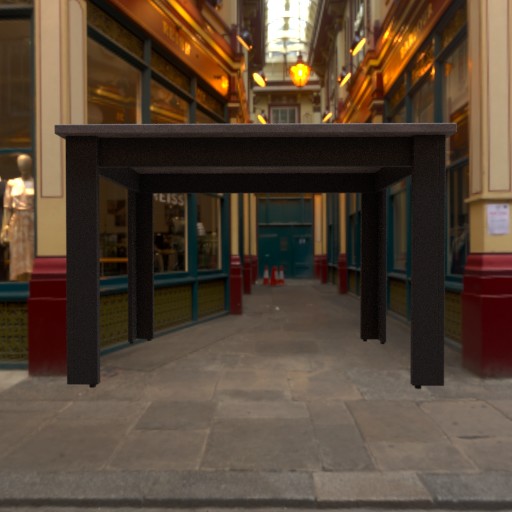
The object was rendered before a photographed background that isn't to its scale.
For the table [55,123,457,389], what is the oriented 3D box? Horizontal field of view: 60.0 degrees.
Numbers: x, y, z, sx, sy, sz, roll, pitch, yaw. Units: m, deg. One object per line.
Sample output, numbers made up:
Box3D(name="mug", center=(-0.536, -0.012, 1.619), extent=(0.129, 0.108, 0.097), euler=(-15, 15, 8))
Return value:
Box3D(name="table", center=(0.000, 0.000, 1.566), extent=(1.100, 0.734, 0.700), euler=(0, 1, 1))
